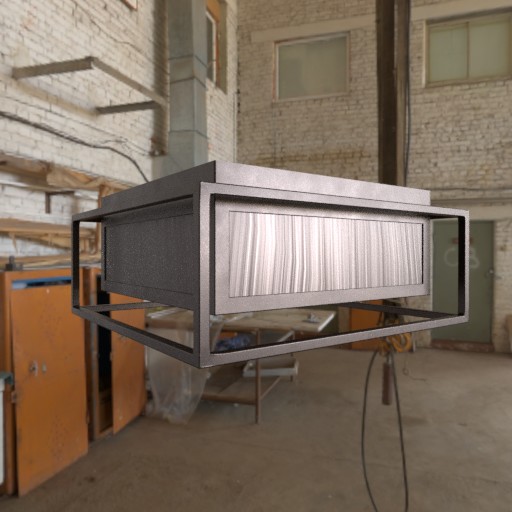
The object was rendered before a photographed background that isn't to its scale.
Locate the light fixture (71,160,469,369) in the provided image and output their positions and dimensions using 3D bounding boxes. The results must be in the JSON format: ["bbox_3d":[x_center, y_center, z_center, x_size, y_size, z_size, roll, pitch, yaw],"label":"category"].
[{"bbox_3d":[0.000,0.000,0.690,0.441,0.191,0.441,0,1,-36],"label":"light fixture"}]
